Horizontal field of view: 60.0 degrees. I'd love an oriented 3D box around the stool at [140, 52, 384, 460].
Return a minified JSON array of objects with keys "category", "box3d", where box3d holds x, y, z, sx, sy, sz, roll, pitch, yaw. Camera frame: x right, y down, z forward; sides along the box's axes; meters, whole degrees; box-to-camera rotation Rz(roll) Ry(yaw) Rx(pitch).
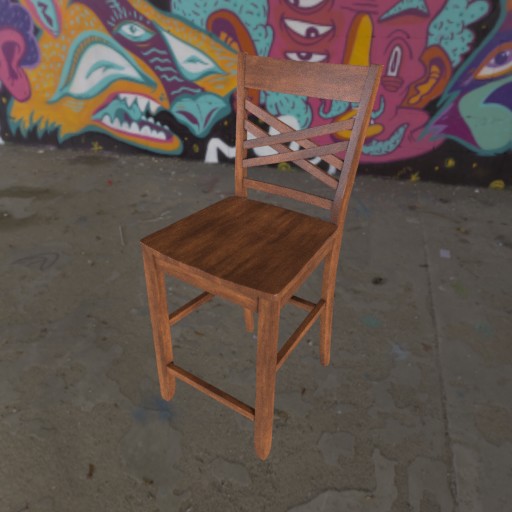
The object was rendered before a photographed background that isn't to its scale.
[{"category":"stool","box3d":[0.000,0.000,1.369,0.462,1.079,0.539,20,37,29]}]
